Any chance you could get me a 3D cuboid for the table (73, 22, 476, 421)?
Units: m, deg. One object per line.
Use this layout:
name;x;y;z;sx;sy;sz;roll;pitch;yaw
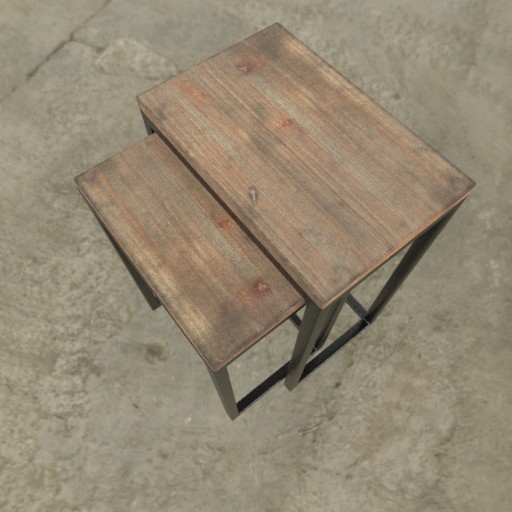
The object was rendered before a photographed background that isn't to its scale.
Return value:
table;0.000;0.000;0.918;0.460;0.615;0.456;-33;68;-15
